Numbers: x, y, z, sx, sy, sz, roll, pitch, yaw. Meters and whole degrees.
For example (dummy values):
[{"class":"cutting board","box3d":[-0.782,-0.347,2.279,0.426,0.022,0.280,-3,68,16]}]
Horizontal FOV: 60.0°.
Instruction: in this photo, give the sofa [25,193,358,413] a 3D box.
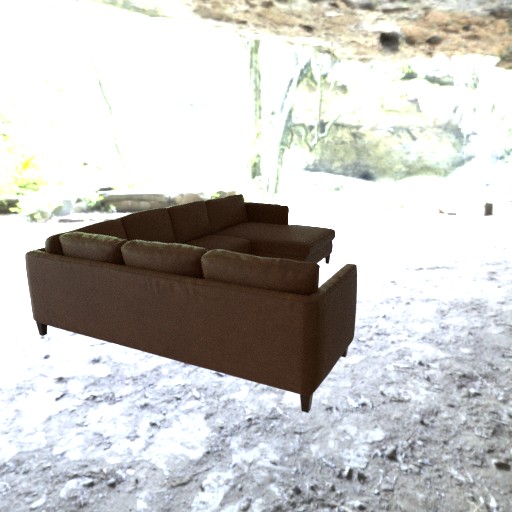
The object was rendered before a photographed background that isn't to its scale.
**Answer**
[{"class":"sofa","box3d":[0.000,0.000,4.615,2.593,0.923,3.460,7,17,26]}]
